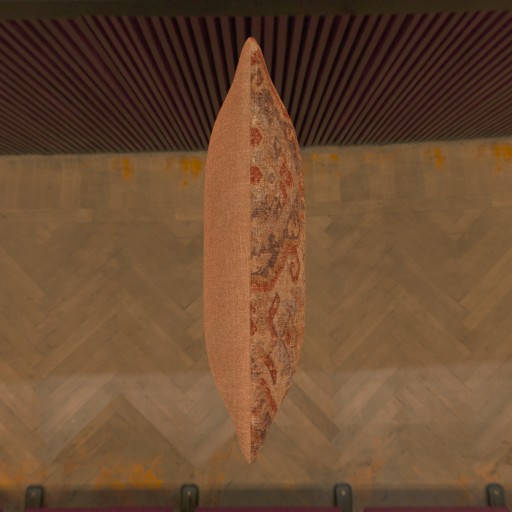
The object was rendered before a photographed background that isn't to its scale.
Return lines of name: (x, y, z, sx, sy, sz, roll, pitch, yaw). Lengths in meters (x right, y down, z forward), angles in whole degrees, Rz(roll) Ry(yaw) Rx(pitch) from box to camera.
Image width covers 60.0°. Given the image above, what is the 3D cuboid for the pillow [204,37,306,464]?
pillow: (0.000, 0.000, 0.782, 0.166, 0.506, 0.523, 0, 89, 0)
